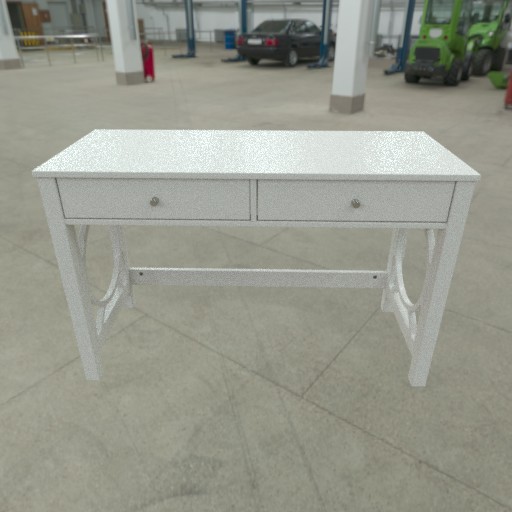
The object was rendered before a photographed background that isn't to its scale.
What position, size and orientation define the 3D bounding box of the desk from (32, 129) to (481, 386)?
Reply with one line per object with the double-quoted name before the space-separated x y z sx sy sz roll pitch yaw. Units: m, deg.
"desk" 0.000 0.000 1.565 1.191 0.762 0.504 1 29 1
